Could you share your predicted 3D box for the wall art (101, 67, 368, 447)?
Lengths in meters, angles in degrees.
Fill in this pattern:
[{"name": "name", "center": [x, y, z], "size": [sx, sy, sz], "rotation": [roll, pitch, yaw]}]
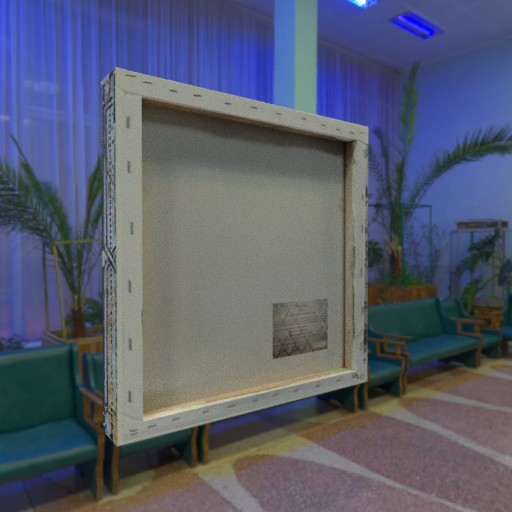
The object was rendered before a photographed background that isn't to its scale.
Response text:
[{"name": "wall art", "center": [0.000, 0.000, 0.458], "size": [0.302, 0.306, 0.038], "rotation": [-1, 1, -35]}]
